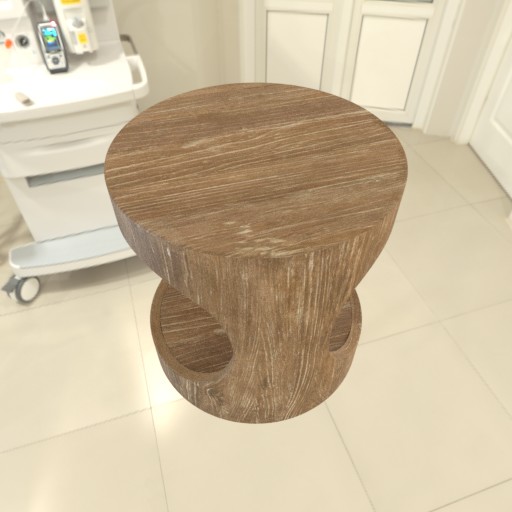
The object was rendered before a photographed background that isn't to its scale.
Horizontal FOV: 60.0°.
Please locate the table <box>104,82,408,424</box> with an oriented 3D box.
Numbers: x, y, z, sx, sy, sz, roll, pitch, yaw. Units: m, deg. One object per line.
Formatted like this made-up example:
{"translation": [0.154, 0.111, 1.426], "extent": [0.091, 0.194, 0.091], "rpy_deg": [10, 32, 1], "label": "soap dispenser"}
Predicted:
{"translation": [0.000, 0.000, 0.987], "extent": [0.527, 0.551, 0.527], "rpy_deg": [0, 46, 0], "label": "table"}
